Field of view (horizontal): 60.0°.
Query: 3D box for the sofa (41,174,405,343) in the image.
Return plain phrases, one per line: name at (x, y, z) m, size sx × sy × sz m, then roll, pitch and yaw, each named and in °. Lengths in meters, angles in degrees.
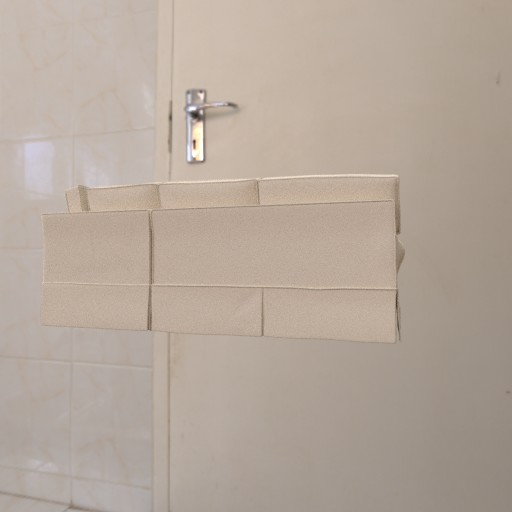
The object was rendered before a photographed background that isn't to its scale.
sofa at (0.000, 0.000, 4.152) m, size 2.591 × 1.070 × 2.597 m, roll 0°, pitch -1°, yaw 17°
